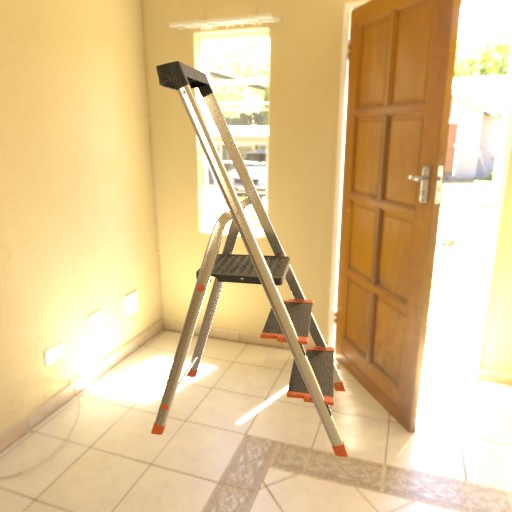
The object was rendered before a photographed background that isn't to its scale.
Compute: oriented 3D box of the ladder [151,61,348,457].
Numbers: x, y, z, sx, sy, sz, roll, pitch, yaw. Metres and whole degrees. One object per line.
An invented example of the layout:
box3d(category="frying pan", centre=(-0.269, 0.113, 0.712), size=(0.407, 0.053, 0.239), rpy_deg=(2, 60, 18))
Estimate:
box3d(category="ladder", centre=(0.000, 0.000, 1.548), size=(0.686, 1.229, 0.416), rpy_deg=(3, 16, 10))
